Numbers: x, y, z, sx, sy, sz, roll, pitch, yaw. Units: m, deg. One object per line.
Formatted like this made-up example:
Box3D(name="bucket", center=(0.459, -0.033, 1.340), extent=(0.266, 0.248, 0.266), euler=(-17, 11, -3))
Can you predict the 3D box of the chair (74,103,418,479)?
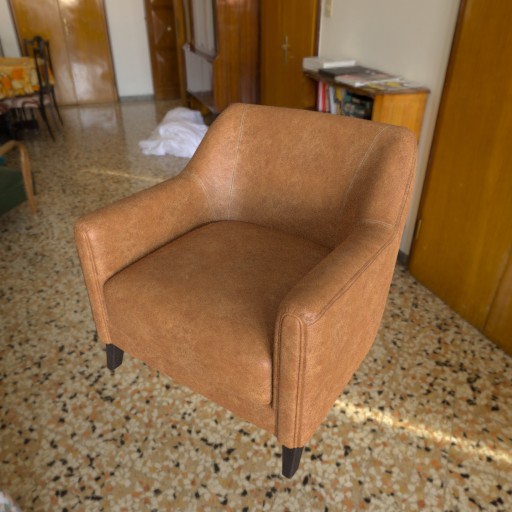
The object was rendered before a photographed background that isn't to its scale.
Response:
Box3D(name="chair", center=(0.000, 0.000, 1.811), extent=(1.037, 0.980, 1.034), euler=(19, 36, 29))
